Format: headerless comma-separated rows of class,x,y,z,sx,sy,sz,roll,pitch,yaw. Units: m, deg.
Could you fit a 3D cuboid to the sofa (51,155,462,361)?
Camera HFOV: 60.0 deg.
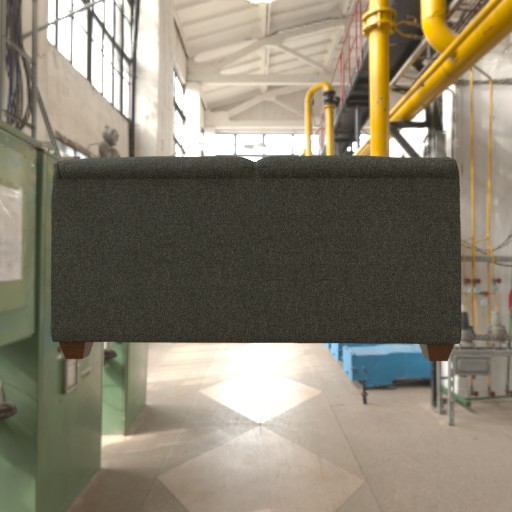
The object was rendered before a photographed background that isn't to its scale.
sofa,0.000,0.000,2.454,1.846,0.958,0.998,0,-1,2
